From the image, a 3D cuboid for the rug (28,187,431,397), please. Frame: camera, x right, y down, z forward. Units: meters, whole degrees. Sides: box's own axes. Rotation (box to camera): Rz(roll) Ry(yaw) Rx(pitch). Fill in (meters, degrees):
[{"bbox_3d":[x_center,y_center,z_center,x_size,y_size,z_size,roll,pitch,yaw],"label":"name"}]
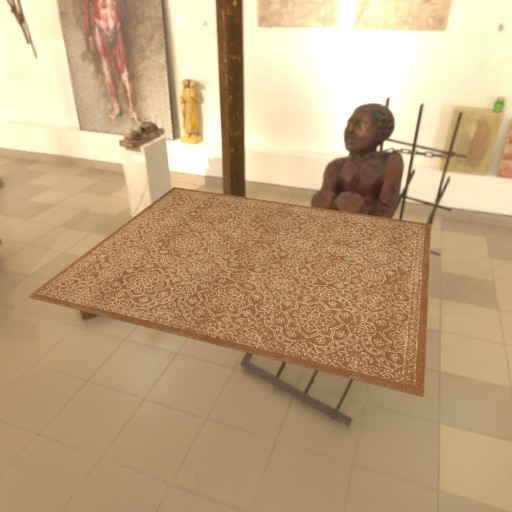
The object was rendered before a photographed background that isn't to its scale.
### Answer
[{"bbox_3d":[0.000,0.000,4.122,3.050,0.015,2.441,10,33,17],"label":"rug"}]
